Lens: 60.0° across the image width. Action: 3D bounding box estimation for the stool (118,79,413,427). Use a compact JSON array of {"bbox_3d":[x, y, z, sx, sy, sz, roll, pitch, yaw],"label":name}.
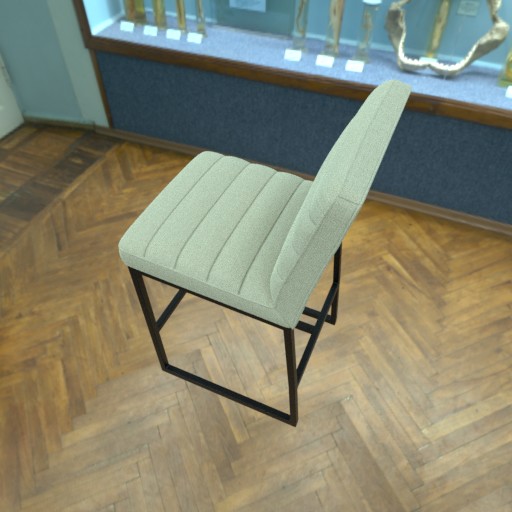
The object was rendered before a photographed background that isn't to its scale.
[{"bbox_3d":[0.000,0.000,1.240,0.560,0.940,0.460,18,49,16],"label":"stool"}]
